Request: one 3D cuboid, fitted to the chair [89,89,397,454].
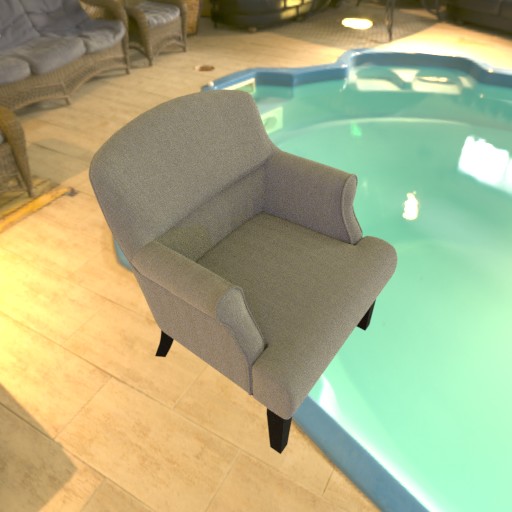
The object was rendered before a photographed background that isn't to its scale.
[{"bbox_3d":[0.000,0.000,1.489,0.755,0.880,0.772,25,47,26],"label":"chair"}]
